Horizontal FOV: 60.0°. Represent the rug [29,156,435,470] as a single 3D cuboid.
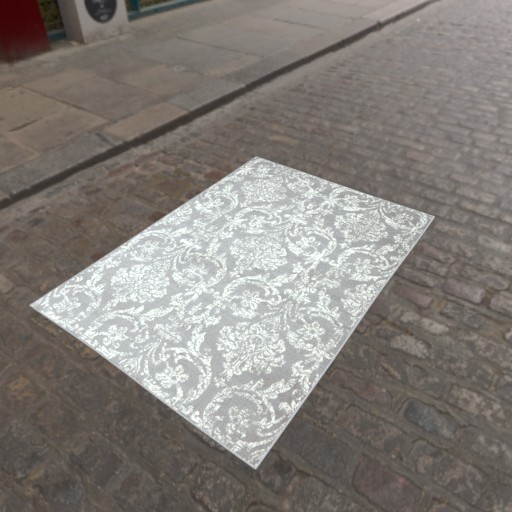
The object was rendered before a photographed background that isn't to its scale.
[{"bbox_3d":[0.000,0.000,2.840,1.578,0.014,2.206,25,46,27],"label":"rug"}]
